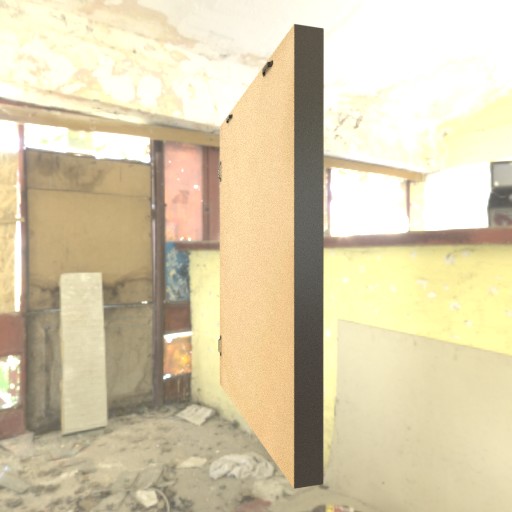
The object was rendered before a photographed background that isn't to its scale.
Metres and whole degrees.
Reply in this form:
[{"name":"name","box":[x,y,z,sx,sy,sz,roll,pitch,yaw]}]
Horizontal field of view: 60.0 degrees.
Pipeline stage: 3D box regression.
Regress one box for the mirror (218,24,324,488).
[{"name":"mirror","box":[0.000,0.000,0.683,0.041,0.509,0.406,0,0,-16]}]
